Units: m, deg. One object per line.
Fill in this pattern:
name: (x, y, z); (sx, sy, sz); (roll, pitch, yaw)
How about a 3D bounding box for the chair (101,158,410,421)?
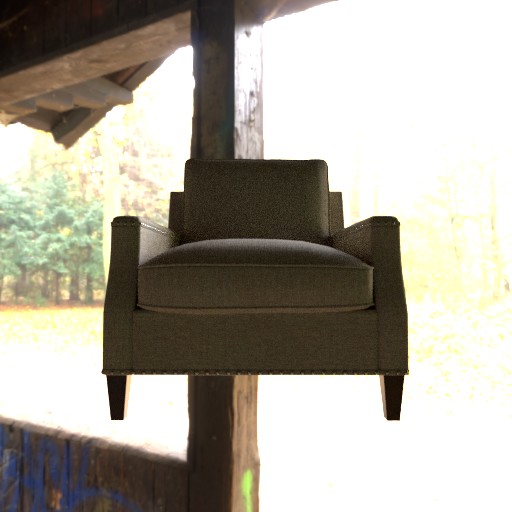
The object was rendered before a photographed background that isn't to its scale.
chair: (0.000, 0.000, 1.695); (0.853, 0.943, 1.014); (0, -2, 0)
